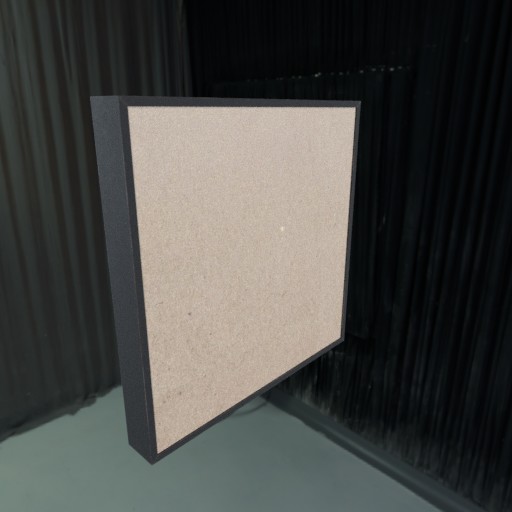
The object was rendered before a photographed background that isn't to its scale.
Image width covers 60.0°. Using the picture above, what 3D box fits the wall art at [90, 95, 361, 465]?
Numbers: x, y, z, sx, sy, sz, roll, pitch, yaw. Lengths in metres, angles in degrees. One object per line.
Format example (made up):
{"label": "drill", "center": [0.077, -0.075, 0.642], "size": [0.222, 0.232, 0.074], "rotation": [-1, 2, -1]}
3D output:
{"label": "wall art", "center": [0.000, 0.000, 0.457], "size": [0.038, 0.305, 0.305], "rotation": [17, 25, 41]}
